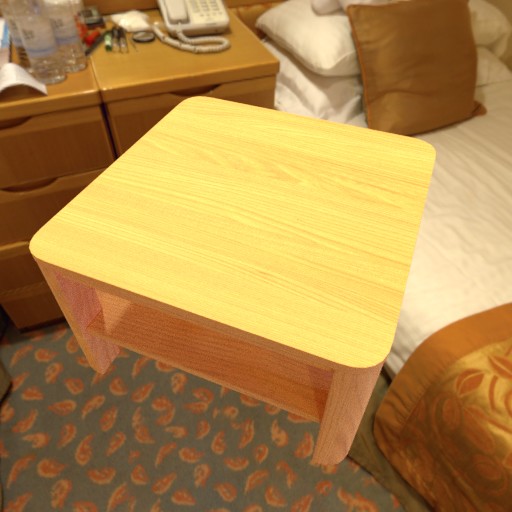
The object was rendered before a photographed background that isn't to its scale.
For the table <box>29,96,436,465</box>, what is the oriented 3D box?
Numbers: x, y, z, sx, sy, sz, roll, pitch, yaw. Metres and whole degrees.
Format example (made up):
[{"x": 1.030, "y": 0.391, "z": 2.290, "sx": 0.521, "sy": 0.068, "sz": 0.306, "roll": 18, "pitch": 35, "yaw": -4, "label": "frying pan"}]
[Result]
[{"x": 0.000, "y": 0.000, "z": 1.205, "sx": 0.750, "sy": 0.450, "sz": 0.750, "roll": 16, "pitch": 48, "yaw": 15, "label": "table"}]
